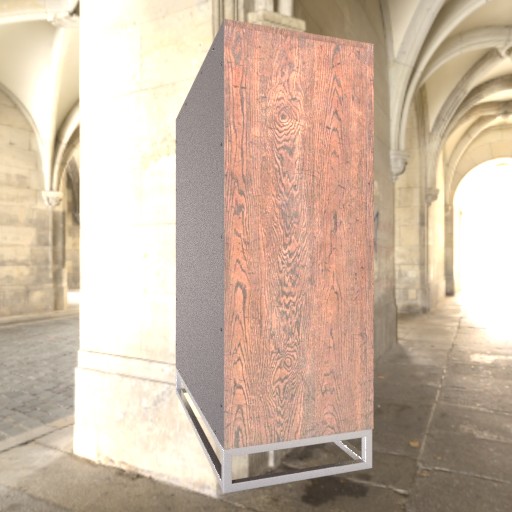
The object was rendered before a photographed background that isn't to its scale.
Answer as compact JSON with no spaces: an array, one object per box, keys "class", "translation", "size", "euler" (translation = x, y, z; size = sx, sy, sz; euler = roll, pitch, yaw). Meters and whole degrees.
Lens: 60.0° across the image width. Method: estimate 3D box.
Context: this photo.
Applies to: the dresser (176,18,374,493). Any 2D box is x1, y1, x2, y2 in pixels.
[{"class":"dresser","translation":[0.000,0.000,1.767],"size":[0.508,1.321,0.965],"euler":[0,0,-18]}]
